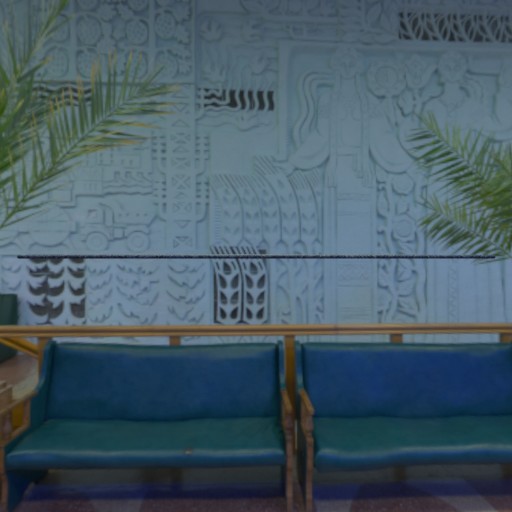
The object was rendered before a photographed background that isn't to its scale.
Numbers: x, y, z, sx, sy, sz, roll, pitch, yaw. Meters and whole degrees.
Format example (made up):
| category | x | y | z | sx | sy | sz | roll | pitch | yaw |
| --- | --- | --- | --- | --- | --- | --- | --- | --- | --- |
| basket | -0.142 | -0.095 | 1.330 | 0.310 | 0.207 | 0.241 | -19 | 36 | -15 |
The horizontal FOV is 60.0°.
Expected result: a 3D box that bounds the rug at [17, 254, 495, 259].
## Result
| category | x | y | z | sx | sy | sz | roll | pitch | yaw |
| --- | --- | --- | --- | --- | --- | --- | --- | --- | --- |
| rug | 0.000 | 0.000 | 2.892 | 2.330 | 0.017 | 1.478 | 0 | 0 | -1 |
